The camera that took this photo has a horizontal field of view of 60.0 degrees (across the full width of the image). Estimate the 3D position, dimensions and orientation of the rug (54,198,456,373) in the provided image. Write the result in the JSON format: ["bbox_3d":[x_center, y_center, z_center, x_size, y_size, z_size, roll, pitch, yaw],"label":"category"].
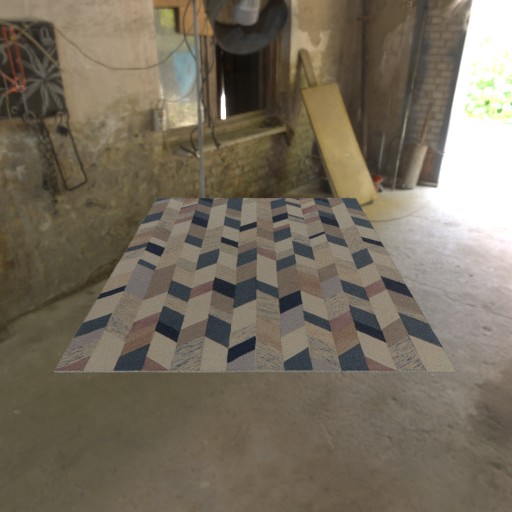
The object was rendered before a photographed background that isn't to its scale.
[{"bbox_3d":[0.000,0.000,4.050,2.451,0.011,3.072,0,27,0],"label":"rug"}]
